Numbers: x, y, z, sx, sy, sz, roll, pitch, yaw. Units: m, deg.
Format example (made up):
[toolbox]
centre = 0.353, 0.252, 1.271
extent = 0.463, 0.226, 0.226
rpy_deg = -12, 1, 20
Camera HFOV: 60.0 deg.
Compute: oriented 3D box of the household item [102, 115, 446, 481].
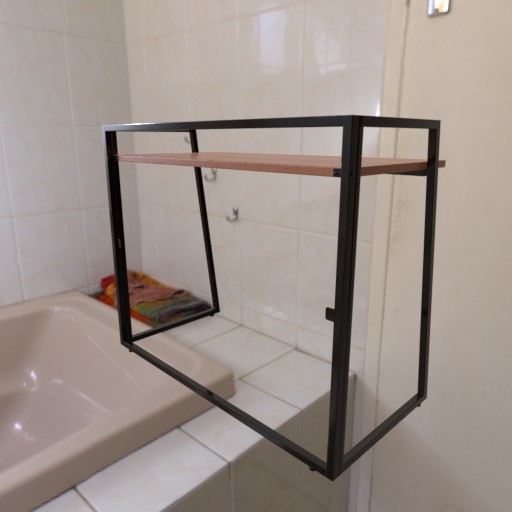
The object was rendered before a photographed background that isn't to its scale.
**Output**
[household item]
centre = 0.000, 0.000, 1.499
extent = 0.510, 0.860, 1.050
rpy_deg = -14, 21, -43
